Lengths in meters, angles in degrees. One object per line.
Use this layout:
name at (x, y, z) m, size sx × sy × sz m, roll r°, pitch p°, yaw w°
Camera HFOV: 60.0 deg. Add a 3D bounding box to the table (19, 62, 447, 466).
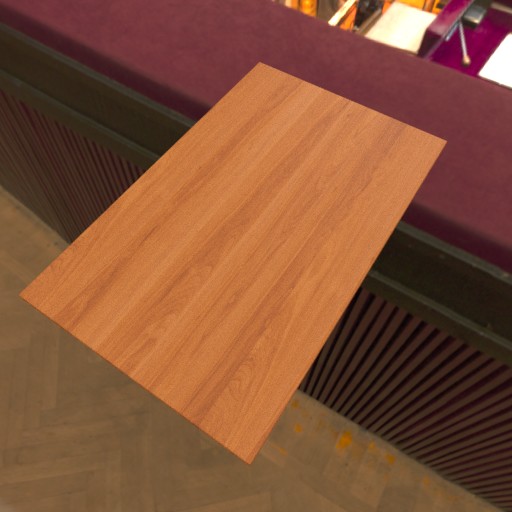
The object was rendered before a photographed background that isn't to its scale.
table at (0.000, 0.000, 1.464) m, size 0.700 × 0.510 × 1.100 m, roll 30°, pitch 64°, yaw 16°
